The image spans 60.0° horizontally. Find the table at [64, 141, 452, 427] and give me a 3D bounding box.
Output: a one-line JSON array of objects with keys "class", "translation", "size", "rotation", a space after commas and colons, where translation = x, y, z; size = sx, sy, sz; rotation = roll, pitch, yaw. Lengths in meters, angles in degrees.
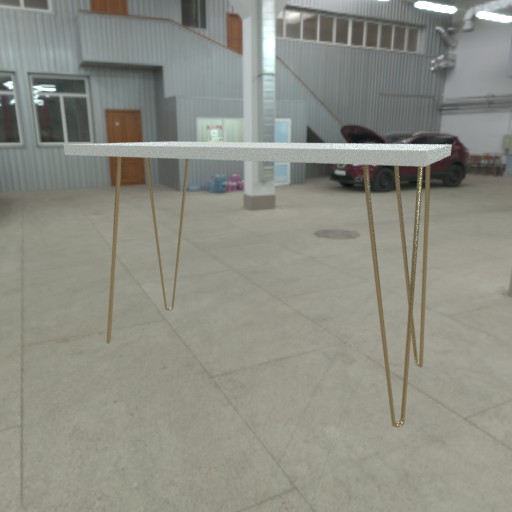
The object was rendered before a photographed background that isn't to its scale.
[{"class": "table", "translation": [0.000, 0.000, 1.354], "size": [0.991, 0.660, 0.498], "rotation": [8, 17, 27]}]
